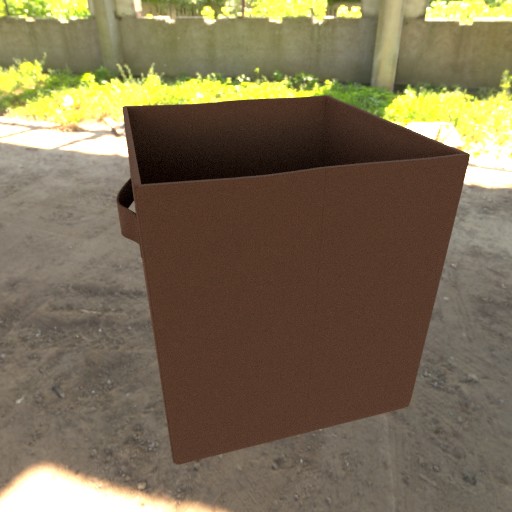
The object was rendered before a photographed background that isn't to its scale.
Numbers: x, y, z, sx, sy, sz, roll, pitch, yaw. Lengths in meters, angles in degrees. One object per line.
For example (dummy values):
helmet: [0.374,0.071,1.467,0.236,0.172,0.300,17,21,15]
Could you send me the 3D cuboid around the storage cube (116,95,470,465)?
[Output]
storage cube: [0.000,0.000,0.484,0.270,0.280,0.270,-8,31,-14]
